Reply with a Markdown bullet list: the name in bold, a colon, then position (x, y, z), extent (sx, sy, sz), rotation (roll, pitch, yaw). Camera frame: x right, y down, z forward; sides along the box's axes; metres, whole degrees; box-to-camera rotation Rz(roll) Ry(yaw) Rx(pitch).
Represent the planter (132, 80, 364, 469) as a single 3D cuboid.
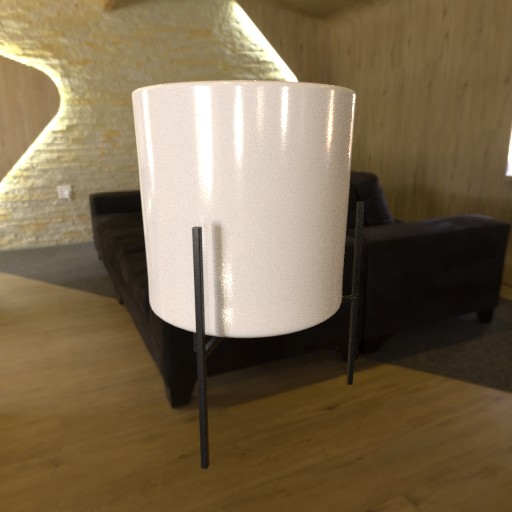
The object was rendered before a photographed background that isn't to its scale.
- **planter**: position (0.000, 0.000, 0.623), extent (0.308, 0.431, 0.307), rotation (-2, 15, -9)
